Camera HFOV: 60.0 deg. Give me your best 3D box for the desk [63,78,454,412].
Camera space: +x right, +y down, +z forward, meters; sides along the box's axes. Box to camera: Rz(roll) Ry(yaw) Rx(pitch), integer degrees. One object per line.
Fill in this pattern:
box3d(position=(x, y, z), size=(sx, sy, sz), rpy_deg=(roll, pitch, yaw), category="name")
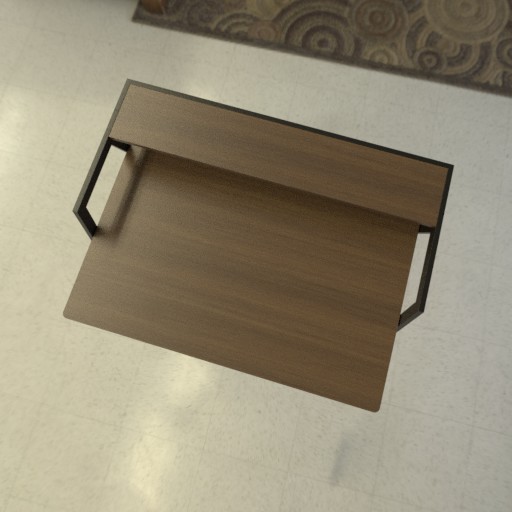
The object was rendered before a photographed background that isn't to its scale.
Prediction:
box3d(position=(0.000, 0.000, 1.896), size=(1.143, 0.998, 0.936), rpy_deg=(16, 77, 4), category="desk")
